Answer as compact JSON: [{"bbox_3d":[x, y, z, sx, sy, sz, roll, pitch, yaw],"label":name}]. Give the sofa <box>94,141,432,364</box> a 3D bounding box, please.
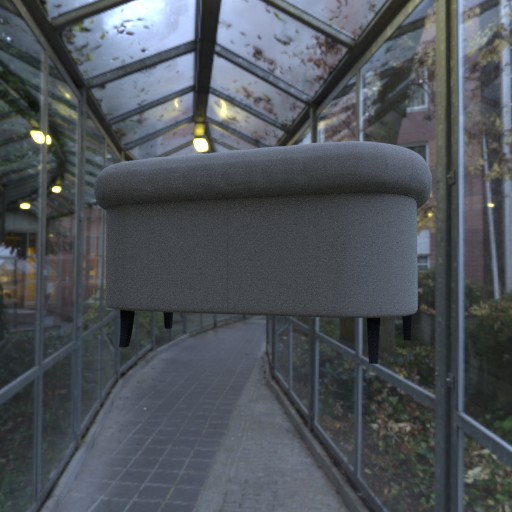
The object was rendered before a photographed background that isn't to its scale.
[{"bbox_3d":[0.000,0.000,2.083,1.558,0.827,0.835,-1,-2,19],"label":"sofa"}]
